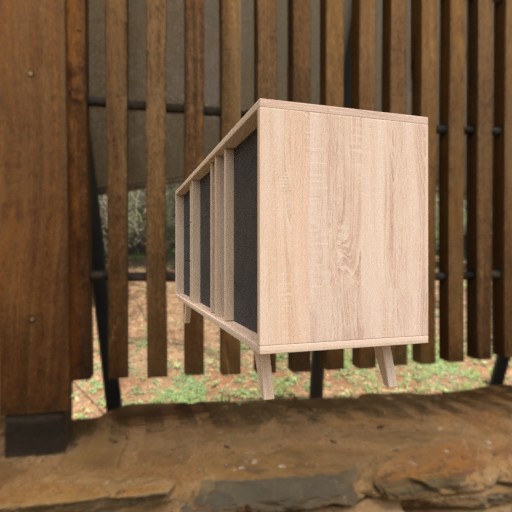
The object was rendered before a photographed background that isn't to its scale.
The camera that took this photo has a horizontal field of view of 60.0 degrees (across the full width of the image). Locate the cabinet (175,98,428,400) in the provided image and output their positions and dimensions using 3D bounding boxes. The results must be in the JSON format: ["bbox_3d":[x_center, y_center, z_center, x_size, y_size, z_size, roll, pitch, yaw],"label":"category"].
[{"bbox_3d":[0.000,0.000,1.961,0.500,0.780,1.650,0,0,-17],"label":"cabinet"}]
